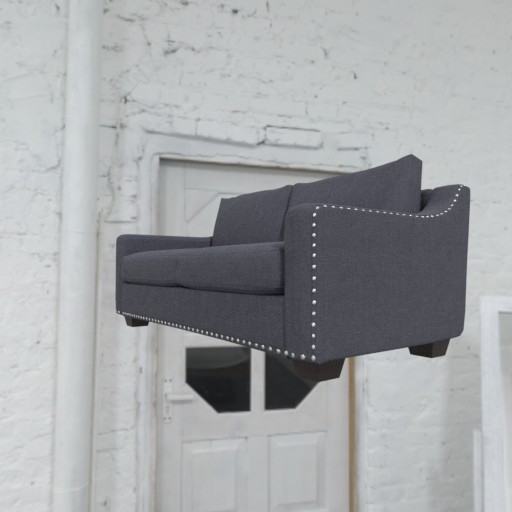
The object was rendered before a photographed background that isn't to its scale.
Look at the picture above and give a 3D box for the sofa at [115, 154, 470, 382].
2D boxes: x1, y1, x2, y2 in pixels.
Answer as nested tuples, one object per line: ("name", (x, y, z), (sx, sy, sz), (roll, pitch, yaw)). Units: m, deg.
("sofa", (0.000, 0.000, 3.279), (1.336, 1.196, 2.550), (1, -2, -36))
